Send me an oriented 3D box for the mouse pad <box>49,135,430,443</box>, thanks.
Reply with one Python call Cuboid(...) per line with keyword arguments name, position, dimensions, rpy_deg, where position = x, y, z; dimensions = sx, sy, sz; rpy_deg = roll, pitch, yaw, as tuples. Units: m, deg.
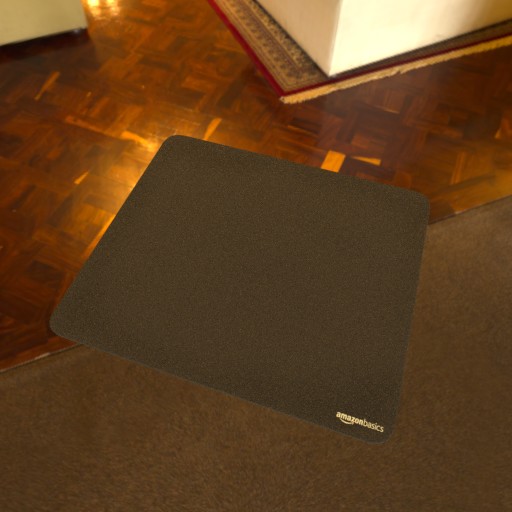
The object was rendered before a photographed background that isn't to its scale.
Cuboid(name="mouse pad", position=(0.000, 0.000, 0.634), dimensions=(0.451, 0.002, 0.393), rpy_deg=(16, 58, 10))
